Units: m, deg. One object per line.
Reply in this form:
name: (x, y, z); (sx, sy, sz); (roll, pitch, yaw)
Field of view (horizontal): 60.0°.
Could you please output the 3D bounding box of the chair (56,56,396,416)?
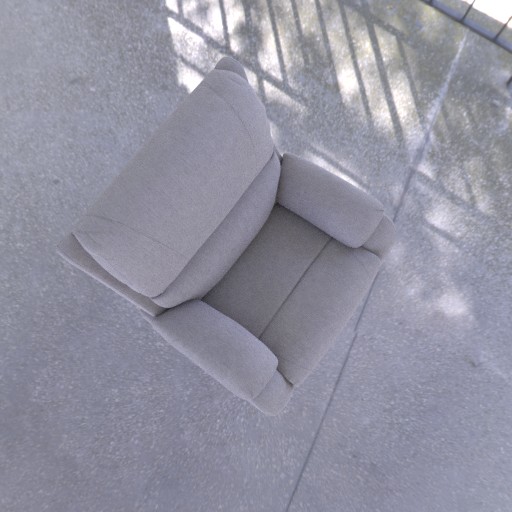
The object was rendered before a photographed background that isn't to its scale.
chair: (0.000, 0.000, 1.746); (0.899, 1.011, 0.930); (35, 78, 9)
